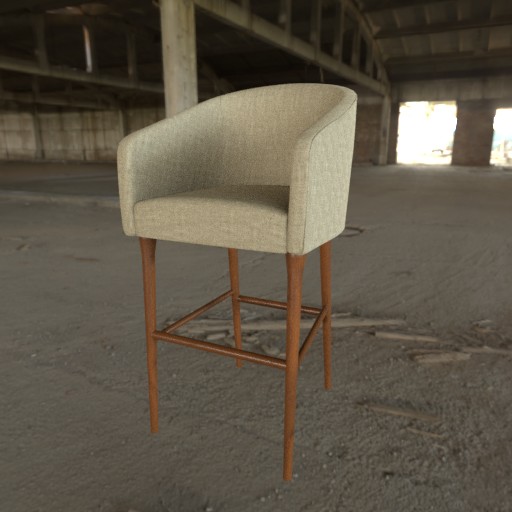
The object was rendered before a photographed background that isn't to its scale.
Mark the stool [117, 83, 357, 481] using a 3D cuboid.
[{"bbox_3d":[0.000,0.000,1.399,0.559,1.078,0.607,7,16,26],"label":"stool"}]
